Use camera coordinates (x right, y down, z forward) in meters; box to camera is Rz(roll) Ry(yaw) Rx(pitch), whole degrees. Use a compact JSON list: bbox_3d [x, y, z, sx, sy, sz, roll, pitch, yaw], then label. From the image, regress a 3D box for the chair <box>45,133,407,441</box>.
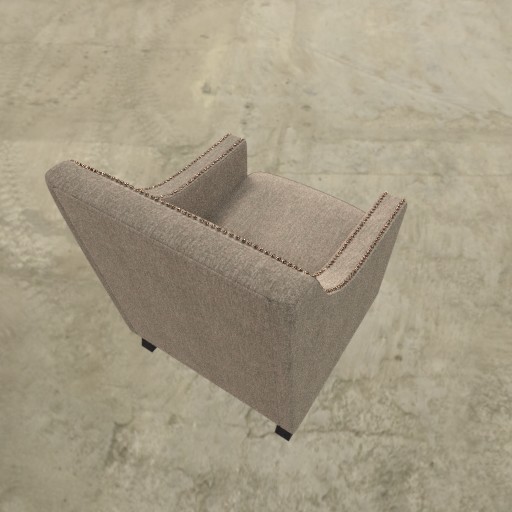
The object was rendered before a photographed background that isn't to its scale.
[{"bbox_3d":[0.000,0.000,1.589,0.776,0.967,0.884,26,53,22],"label":"chair"}]
